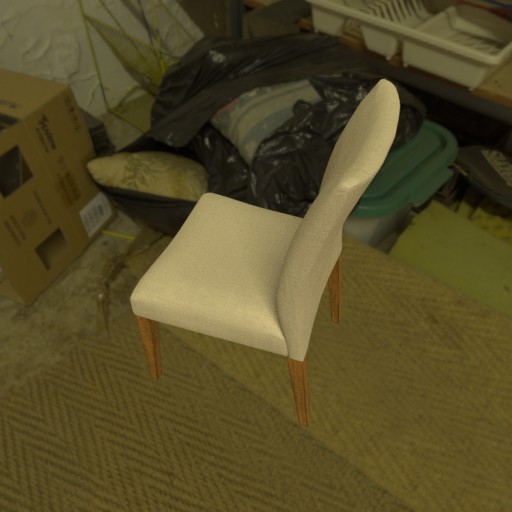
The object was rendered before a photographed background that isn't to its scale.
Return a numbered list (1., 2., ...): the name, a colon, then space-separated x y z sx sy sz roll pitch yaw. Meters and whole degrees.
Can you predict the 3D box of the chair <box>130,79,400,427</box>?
1. chair: 0.000 0.000 1.272 0.585 0.940 0.496 15 48 14
